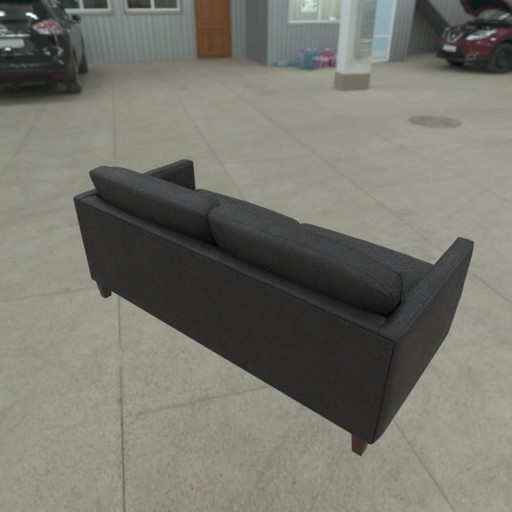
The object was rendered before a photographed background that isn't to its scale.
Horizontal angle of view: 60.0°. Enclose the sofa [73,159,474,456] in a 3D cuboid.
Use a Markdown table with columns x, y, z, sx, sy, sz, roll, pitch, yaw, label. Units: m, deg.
| x | y | z | sx | sy | sz | roll | pitch | yaw | label |
| --- | --- | --- | --- | --- | --- | --- | --- | --- | --- |
| 0.000 | 0.000 | 2.425 | 1.971 | 0.863 | 0.933 | 22 | 37 | 33 | sofa |
